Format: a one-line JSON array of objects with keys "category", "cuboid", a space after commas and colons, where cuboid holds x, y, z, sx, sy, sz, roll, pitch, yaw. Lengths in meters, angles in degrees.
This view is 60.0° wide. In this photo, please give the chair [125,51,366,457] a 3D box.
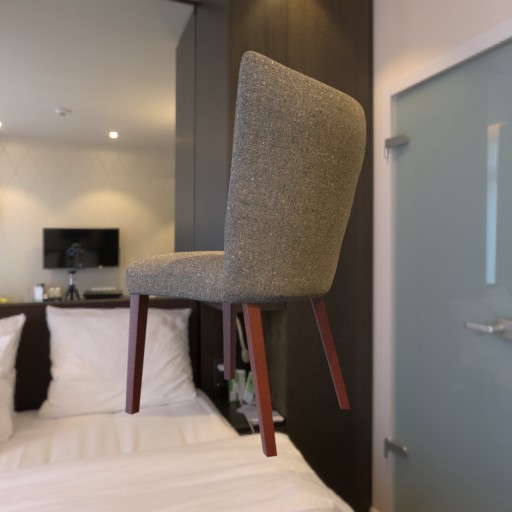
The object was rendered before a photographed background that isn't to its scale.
[{"category": "chair", "cuboid": [0.000, 0.000, 1.305, 0.623, 0.924, 0.535, 0, 0, 37]}]
